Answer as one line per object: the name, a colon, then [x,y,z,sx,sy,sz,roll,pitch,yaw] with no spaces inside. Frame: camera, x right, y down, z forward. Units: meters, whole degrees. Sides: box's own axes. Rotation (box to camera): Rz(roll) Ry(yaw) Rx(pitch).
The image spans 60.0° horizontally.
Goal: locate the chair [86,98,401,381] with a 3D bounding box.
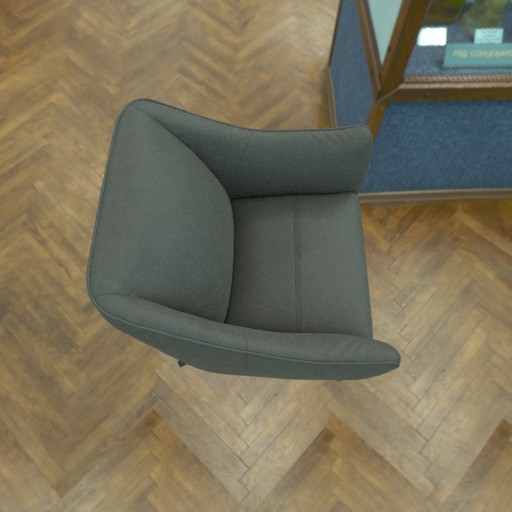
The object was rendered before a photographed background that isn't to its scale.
chair: [0.000,0.000,1.575,0.852,0.830,0.871,1,64,0]
